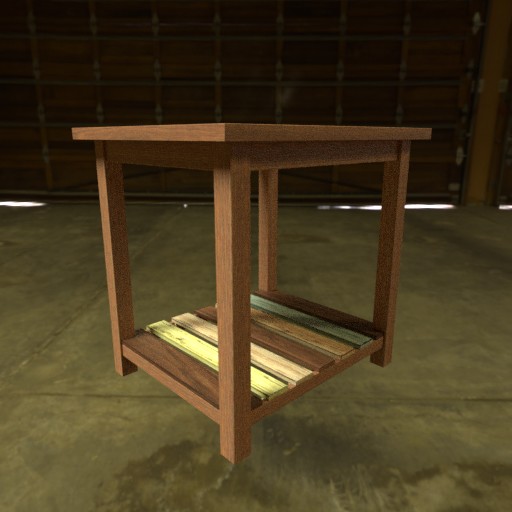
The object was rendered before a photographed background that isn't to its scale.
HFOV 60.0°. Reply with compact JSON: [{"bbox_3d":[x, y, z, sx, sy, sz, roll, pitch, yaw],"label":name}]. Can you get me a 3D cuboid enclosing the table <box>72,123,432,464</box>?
[{"bbox_3d":[0.000,0.000,1.147,0.660,0.635,0.559,-14,21,-42],"label":"table"}]
